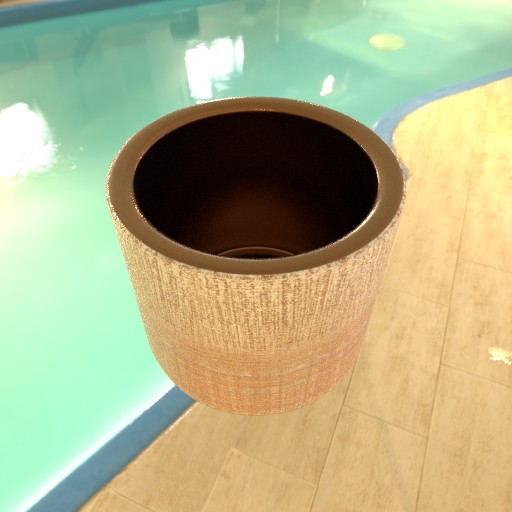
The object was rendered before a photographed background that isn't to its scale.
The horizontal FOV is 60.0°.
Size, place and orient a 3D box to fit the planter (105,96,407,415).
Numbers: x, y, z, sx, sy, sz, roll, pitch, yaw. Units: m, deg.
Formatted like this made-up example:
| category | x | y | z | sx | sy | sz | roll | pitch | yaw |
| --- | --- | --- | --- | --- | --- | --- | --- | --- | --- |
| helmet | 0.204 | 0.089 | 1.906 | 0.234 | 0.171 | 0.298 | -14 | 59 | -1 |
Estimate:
| category | x | y | z | sx | sy | sz | roll | pitch | yaw |
| --- | --- | --- | --- | --- | --- | --- | --- | --- | --- |
| planter | 0.000 | 0.000 | 0.195 | 0.109 | 0.096 | 0.109 | 0 | 47 | 0 |
